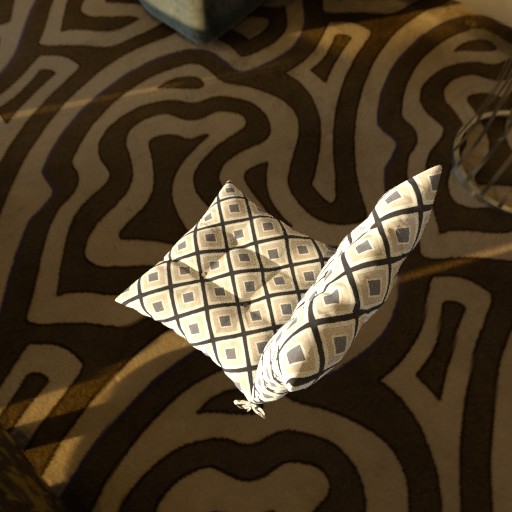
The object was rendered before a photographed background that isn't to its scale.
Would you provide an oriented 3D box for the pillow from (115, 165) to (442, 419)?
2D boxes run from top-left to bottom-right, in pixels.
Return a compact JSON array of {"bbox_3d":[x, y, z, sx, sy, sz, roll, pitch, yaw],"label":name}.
[{"bbox_3d":[0.000,0.000,1.031,0.585,0.536,0.541,33,68,15],"label":"pillow"}]
